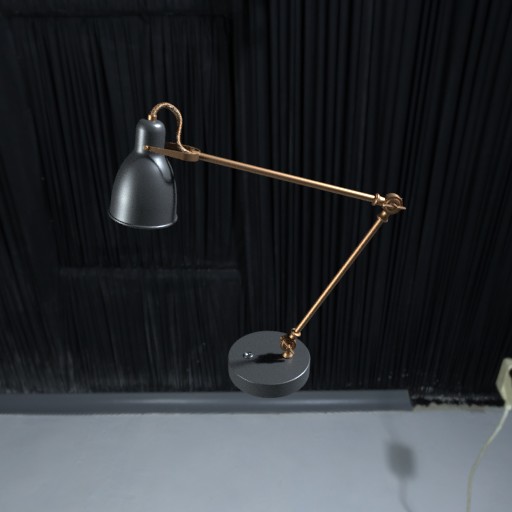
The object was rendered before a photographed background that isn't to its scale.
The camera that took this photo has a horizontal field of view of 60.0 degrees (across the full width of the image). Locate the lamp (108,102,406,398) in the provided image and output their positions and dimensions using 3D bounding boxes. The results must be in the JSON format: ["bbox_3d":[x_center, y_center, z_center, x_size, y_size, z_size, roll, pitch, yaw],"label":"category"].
[{"bbox_3d":[0.000,0.000,0.894,0.561,0.587,0.187,0,27,0],"label":"lamp"}]
